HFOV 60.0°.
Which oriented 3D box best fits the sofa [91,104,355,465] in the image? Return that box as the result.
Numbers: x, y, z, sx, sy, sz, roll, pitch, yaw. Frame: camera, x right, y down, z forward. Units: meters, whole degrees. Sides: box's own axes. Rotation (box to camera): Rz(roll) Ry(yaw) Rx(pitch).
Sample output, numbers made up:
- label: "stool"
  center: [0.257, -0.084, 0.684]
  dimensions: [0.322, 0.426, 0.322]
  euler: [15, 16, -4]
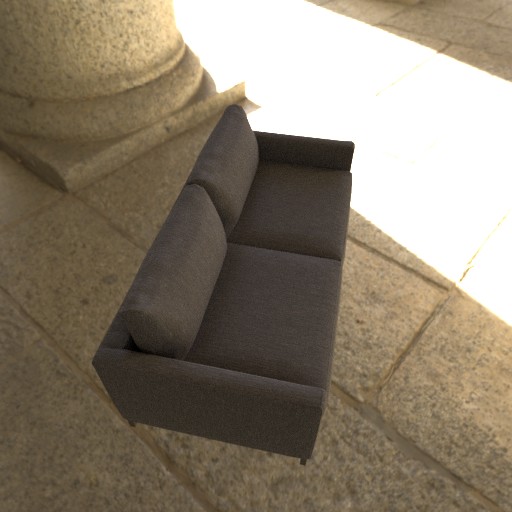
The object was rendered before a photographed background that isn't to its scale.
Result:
- label: "sofa"
  center: [0.000, 0.000, 2.228]
  dimensions: [0.875, 0.840, 1.682]
  euler: [9, 48, 8]
